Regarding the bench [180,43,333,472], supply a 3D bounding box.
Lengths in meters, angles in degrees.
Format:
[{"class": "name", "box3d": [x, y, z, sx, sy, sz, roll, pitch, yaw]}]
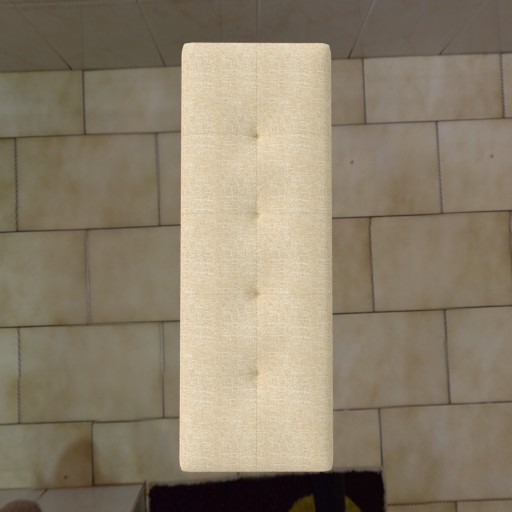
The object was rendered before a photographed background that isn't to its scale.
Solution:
[{"class": "bench", "box3d": [0.000, 0.000, 1.422, 0.432, 0.406, 1.219, 0, 88, 0]}]
